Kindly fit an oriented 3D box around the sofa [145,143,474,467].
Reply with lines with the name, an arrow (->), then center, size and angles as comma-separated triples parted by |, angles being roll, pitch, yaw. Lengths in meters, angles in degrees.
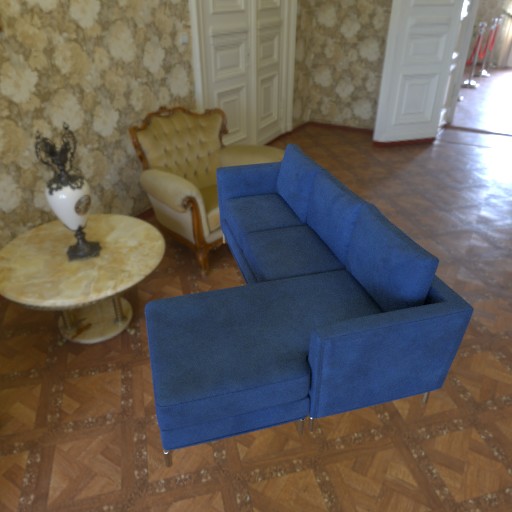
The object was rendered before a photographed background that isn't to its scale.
sofa -> 0.000, 0.000, 3.181 | 1.622, 0.987, 2.438 | -8, 31, -14
